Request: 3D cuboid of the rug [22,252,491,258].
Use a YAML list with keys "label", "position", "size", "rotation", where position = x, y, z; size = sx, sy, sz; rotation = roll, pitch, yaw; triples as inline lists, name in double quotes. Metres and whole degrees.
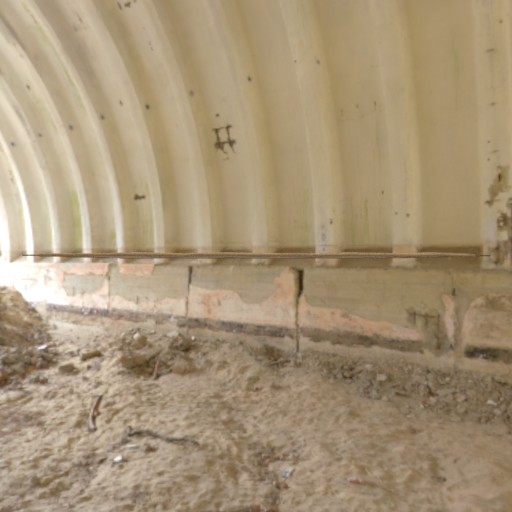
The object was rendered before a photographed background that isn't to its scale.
- label: "rug"
  position: [0.000, 0.000, 3.033]
  size: [2.434, 0.027, 1.529]
  rotation: [0, -1, -1]
